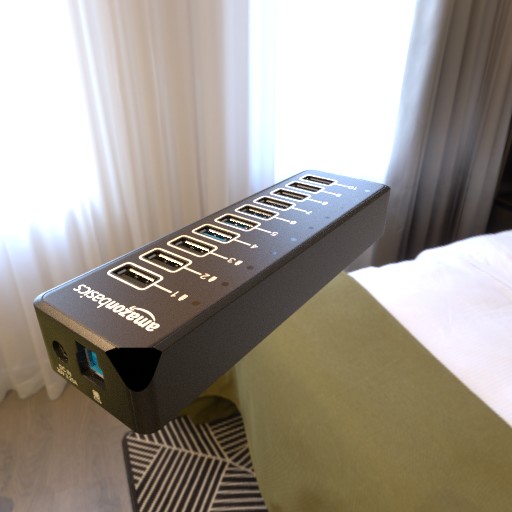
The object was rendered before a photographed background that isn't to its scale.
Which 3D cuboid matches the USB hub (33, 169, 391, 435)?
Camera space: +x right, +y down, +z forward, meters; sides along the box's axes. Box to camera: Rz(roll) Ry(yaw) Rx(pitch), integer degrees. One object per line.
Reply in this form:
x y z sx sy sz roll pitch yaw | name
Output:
0.000 0.000 0.162 0.044 0.023 0.145 20 34 32 | USB hub
